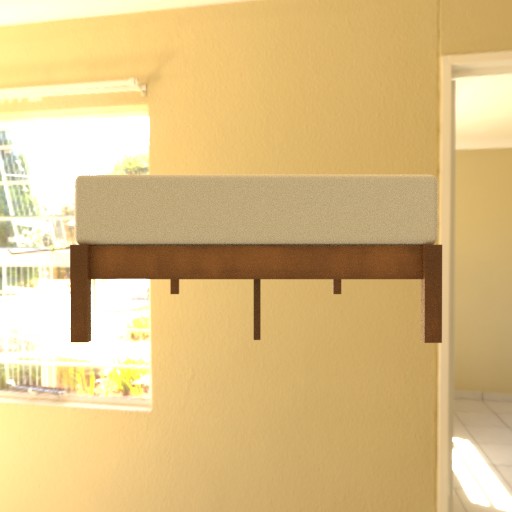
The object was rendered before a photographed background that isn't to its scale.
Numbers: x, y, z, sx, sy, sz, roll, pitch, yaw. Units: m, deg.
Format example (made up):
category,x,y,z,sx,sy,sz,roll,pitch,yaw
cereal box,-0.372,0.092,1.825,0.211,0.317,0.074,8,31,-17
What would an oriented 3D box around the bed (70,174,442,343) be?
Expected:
category,x,y,z,sx,sy,sz,roll,pitch,yaw
bed,0.000,0.000,2.568,1.348,0.616,1.927,0,0,0
